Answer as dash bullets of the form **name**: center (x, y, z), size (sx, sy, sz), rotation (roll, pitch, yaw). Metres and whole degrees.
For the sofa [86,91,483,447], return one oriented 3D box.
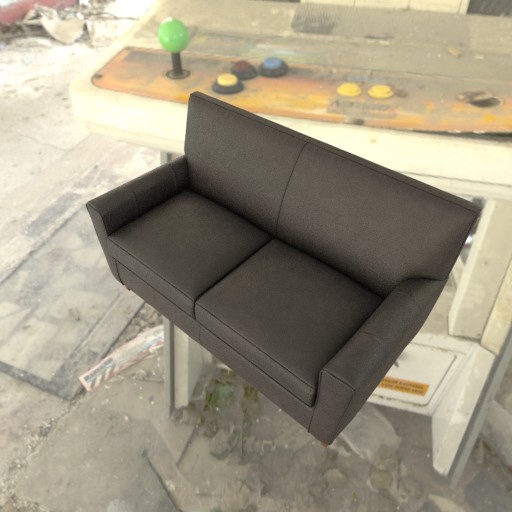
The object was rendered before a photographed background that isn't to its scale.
- **sofa**: center (0.000, 0.000, 2.010), size (1.473, 0.871, 0.787), rotation (31, 52, 28)
